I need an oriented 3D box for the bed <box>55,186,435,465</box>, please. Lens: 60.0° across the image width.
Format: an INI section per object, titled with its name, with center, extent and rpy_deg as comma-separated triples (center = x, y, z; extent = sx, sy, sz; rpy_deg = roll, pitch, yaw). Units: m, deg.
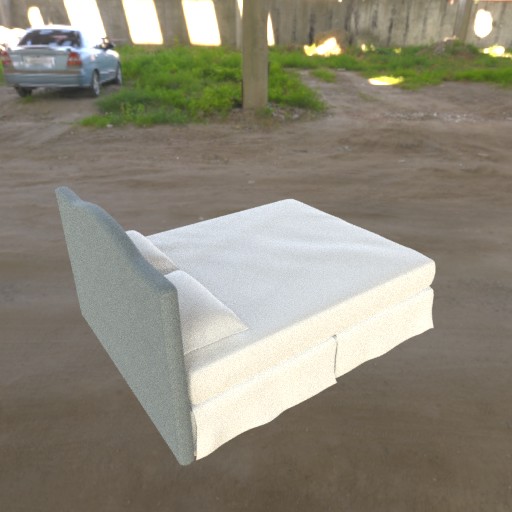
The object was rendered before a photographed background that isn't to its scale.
[bed]
center = 0.000, 0.000, 3.964
extent = 2.689, 1.457, 2.161
rpy_deg = -19, 33, -31
